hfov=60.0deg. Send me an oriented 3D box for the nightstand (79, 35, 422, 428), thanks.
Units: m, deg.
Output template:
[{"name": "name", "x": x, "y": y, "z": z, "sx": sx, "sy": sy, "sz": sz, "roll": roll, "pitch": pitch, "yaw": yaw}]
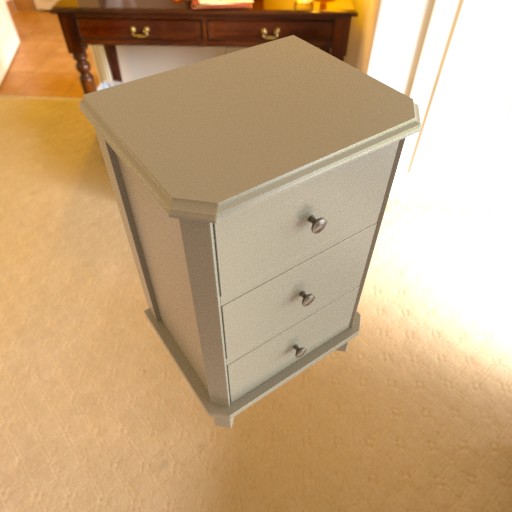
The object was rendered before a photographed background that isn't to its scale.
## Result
[{"name": "nightstand", "x": 0.000, "y": 0.000, "z": 0.919, "sx": 0.435, "sy": 0.680, "sz": 0.348, "roll": -27, "pitch": 53, "yaw": -23}]
